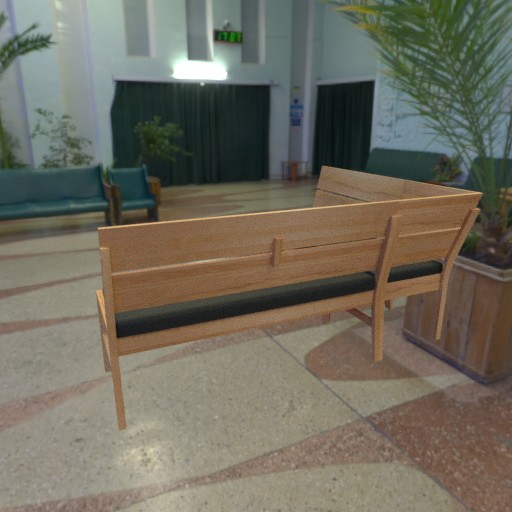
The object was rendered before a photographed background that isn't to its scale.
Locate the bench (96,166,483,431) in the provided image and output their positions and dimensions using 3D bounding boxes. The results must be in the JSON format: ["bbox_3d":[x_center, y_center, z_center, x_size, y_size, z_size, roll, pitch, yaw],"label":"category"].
[{"bbox_3d":[0.000,0.000,2.773,1.948,0.890,1.548,-8,19,-23],"label":"bench"}]
